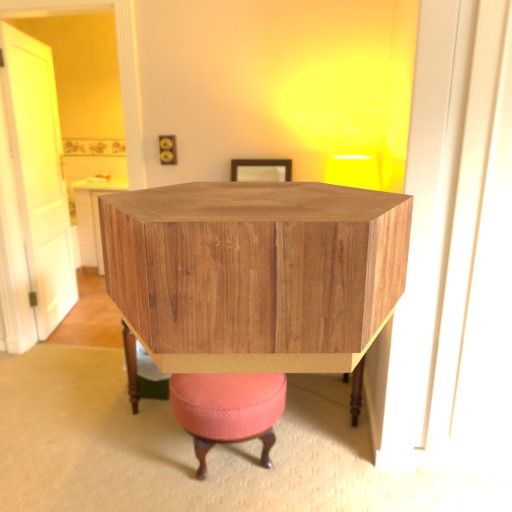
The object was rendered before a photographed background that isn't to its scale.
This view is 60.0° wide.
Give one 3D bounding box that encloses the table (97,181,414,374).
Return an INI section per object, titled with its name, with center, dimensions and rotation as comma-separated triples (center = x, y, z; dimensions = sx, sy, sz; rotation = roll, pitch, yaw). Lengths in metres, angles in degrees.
[table]
center = 0.000, 0.000, 1.675
dimensions = 1.000, 0.456, 1.154
rotation = -9, 18, -29
